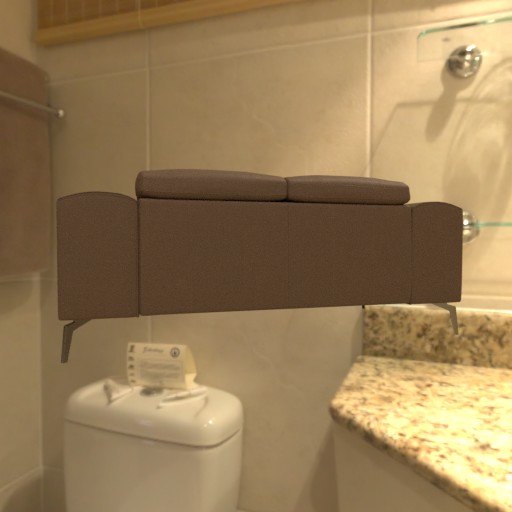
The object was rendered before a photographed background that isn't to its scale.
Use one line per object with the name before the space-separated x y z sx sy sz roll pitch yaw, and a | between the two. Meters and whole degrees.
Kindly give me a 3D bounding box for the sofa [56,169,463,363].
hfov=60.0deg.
sofa | 0.000 0.000 2.411 1.895 0.779 1.003 -1 2 -17
